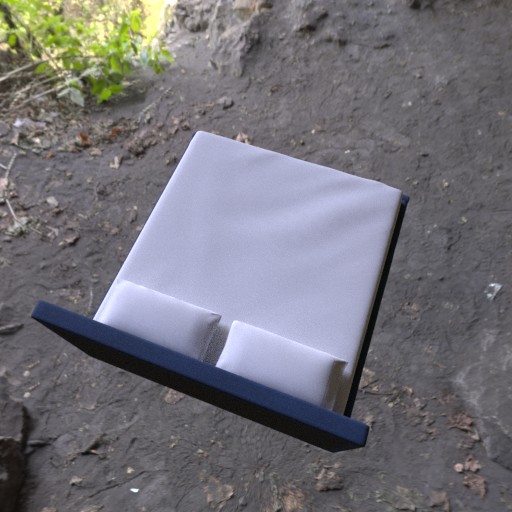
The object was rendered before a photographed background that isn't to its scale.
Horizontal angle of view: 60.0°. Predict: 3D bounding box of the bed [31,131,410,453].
[{"bbox_3d":[0.000,0.000,3.481,2.096,1.231,2.232,19,66,9],"label":"bed"}]
